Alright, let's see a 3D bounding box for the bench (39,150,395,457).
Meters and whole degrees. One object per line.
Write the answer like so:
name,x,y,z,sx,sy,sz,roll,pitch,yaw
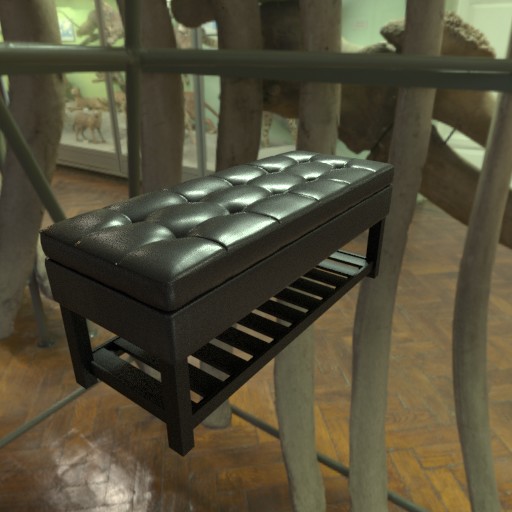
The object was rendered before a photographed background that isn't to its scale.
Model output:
bench,0.000,0.000,1.373,0.432,0.460,1.105,17,30,33
